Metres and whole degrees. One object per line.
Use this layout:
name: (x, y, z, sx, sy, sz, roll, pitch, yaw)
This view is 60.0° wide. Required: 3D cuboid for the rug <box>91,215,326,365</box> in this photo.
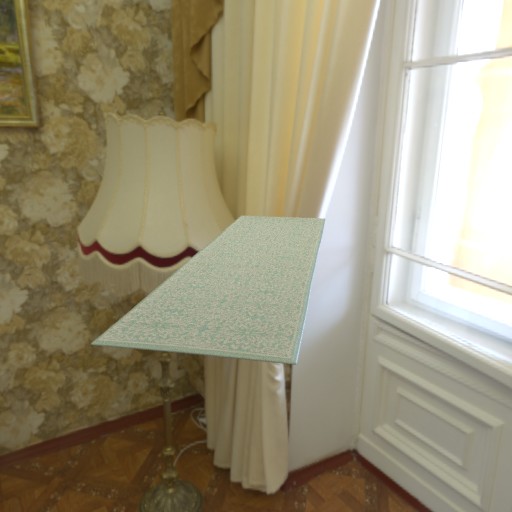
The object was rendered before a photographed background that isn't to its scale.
rug: (0.000, 0.000, 2.398, 0.662, 0.011, 2.196, 3, 16, 10)
